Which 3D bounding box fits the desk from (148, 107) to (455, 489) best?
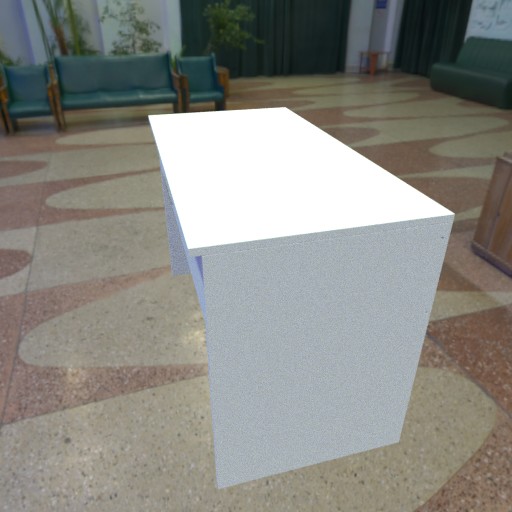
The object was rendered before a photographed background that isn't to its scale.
[{"bbox_3d":[0.000,0.000,1.504,0.560,0.730,1.100,-8,31,-13],"label":"desk"}]
